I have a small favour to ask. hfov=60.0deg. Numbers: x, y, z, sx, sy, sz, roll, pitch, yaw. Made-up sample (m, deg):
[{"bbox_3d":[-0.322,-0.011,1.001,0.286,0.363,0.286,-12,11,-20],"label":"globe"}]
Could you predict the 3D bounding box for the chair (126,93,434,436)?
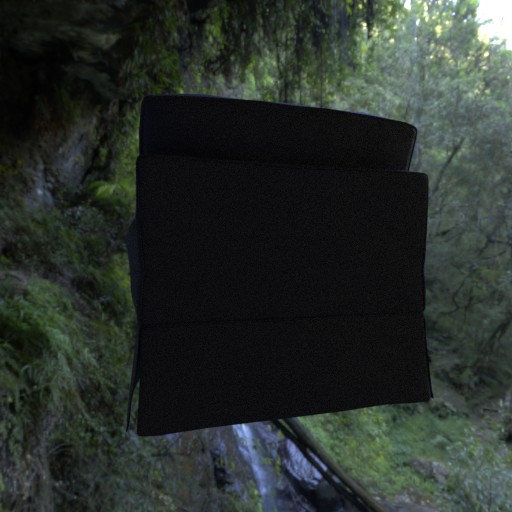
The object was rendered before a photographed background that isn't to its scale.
[{"bbox_3d":[0.000,0.000,1.955,1.119,1.140,1.002,0,0,-17],"label":"chair"}]
